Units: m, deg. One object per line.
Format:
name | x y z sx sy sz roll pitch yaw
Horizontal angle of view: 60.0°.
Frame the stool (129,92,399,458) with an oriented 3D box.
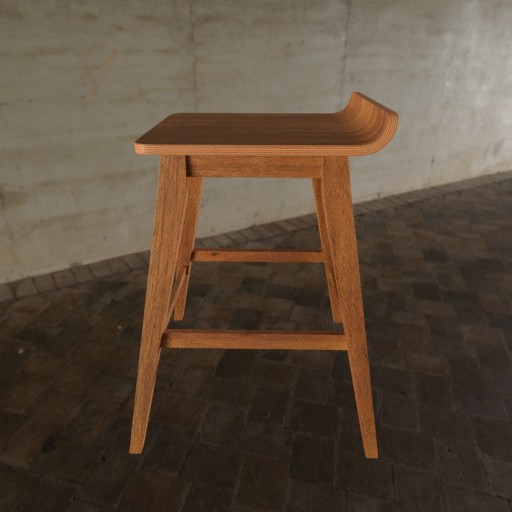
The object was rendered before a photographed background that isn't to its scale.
stool | 0.000 0.000 0.974 0.500 0.650 0.500 1 26 1
